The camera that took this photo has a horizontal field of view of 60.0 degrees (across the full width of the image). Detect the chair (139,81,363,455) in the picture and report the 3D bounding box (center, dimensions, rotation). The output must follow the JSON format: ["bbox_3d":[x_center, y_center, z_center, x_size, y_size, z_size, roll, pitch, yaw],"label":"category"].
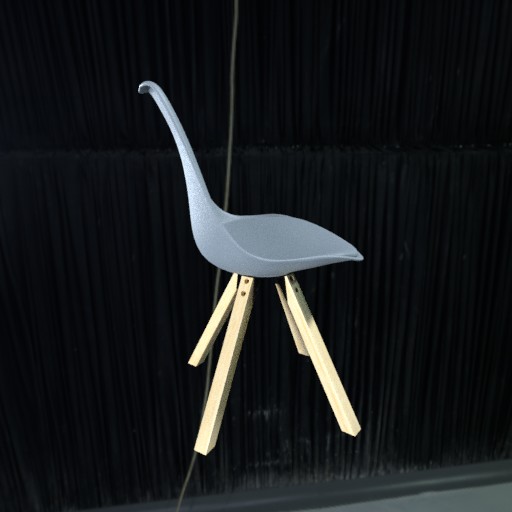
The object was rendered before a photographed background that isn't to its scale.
[{"bbox_3d":[0.000,0.000,1.189,0.549,0.850,0.485,-3,17,-10],"label":"chair"}]
